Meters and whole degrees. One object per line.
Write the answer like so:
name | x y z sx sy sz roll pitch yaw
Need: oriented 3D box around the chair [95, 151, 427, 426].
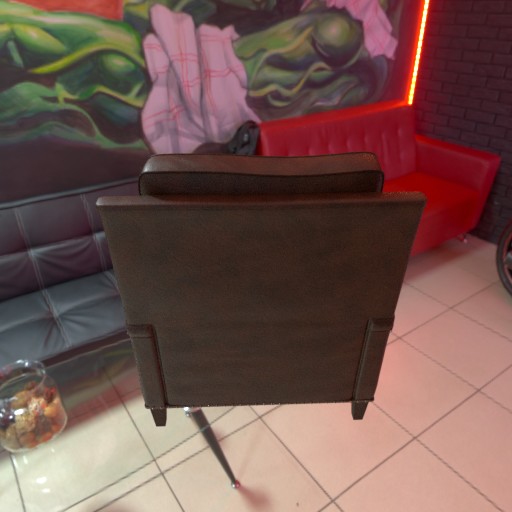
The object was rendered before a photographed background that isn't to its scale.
chair | 0.000 0.000 1.785 0.854 1.054 1.035 -1 30 -2
